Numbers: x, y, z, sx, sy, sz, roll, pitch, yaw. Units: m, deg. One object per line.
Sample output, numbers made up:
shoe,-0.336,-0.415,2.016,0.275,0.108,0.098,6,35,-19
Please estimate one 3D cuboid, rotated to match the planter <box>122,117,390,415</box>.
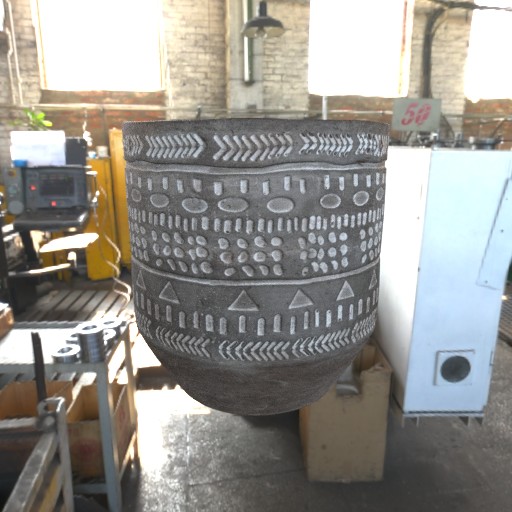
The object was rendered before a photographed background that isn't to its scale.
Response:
planter,0.000,0.000,0.223,0.122,0.128,0.122,0,14,0
